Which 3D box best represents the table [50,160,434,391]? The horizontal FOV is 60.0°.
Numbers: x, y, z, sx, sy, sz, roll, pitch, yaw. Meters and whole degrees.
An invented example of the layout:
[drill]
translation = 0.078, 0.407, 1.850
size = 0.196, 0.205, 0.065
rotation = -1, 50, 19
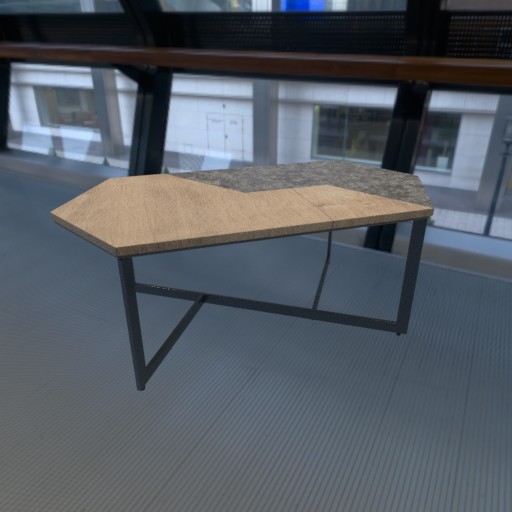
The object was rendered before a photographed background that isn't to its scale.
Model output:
[table]
translation = 0.000, 0.000, 1.517
size = 1.219, 0.457, 0.609
rotation = -8, 27, -16
